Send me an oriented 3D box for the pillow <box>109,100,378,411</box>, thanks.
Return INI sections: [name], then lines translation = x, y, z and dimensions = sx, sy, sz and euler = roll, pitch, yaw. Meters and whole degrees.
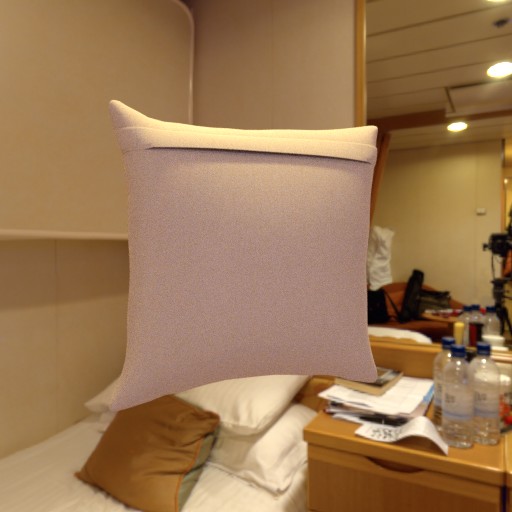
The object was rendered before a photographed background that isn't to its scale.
[pillow]
translation = 0.000, 0.000, 0.640
dimensions = 0.405, 0.406, 0.173
euler = 0, 1, -18
